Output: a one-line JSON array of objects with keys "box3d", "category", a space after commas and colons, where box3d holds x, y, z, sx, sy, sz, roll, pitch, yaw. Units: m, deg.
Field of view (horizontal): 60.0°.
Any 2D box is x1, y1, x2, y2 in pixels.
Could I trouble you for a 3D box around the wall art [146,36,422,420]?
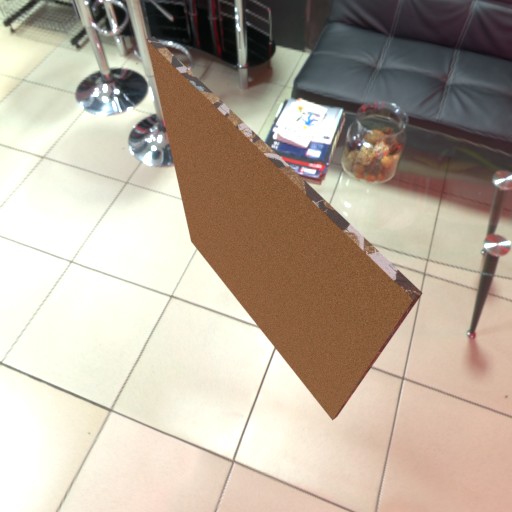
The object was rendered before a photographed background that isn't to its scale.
[{"box3d": [0.000, 0.000, 0.585, 0.010, 0.406, 0.404, -32, 63, -18], "category": "wall art"}]
